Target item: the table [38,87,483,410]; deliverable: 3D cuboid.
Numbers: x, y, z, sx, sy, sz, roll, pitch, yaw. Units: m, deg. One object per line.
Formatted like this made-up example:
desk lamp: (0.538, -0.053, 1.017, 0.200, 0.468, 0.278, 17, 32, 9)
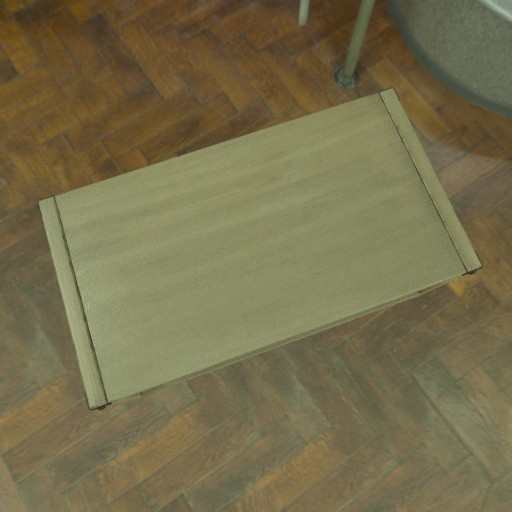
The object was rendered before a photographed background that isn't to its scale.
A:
table: (0.000, 0.000, 1.336, 1.016, 0.456, 0.559, -19, 76, -5)
